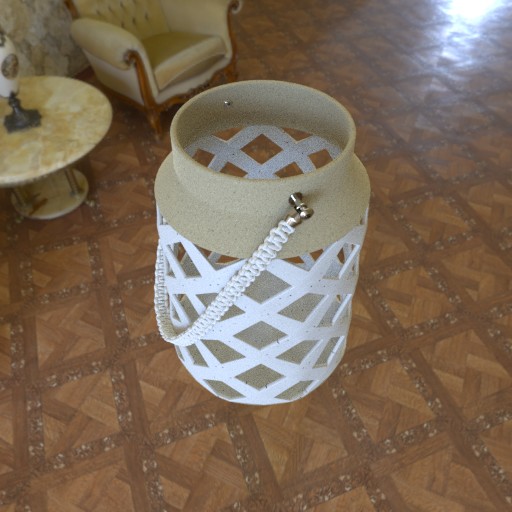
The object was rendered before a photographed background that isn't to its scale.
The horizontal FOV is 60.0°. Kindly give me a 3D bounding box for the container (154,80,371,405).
[{"bbox_3d":[0.000,0.000,0.344,0.172,0.229,0.163,-17,50,-15],"label":"container"}]
